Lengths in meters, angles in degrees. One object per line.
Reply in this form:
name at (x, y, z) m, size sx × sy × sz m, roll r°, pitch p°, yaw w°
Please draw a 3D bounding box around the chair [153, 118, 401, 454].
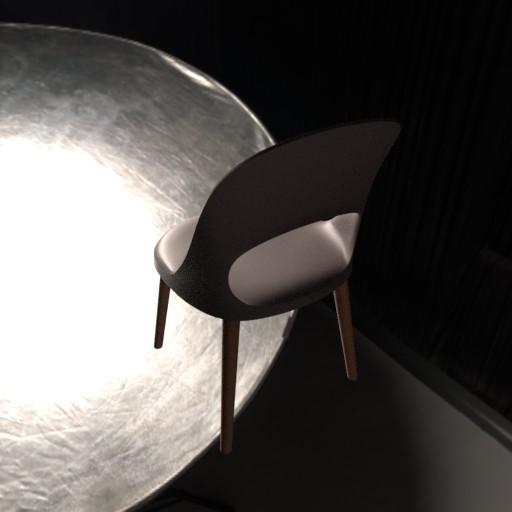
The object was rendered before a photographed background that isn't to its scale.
chair at (0.000, 0.000, 1.139) m, size 0.470 × 0.794 × 0.556 m, roll -19°, pitch 36°, yaw -28°
